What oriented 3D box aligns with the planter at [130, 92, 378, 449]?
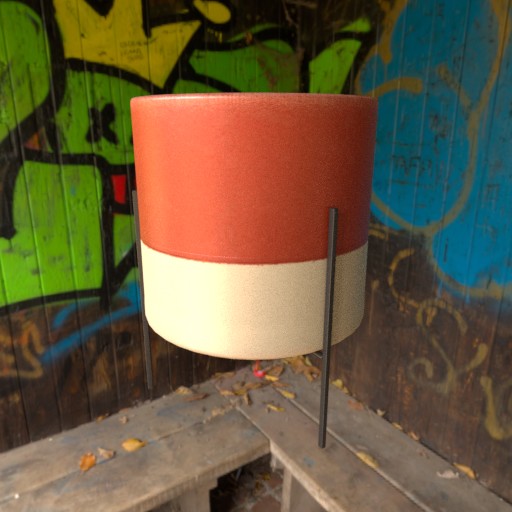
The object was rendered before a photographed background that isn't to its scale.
[{"bbox_3d":[0.000,0.000,0.700,0.345,0.465,0.354,9,19,26],"label":"planter"}]
